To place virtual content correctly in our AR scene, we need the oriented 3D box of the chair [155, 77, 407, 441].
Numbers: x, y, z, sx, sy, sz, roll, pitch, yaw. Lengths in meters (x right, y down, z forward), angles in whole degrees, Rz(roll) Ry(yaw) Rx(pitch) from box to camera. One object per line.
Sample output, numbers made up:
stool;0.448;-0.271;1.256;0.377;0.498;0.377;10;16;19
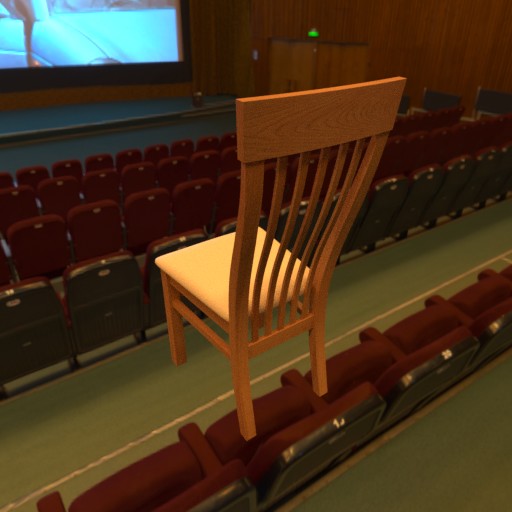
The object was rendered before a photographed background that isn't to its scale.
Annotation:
chair;0.000;0.000;1.355;0.450;1.050;0.580;-20;36;-30
